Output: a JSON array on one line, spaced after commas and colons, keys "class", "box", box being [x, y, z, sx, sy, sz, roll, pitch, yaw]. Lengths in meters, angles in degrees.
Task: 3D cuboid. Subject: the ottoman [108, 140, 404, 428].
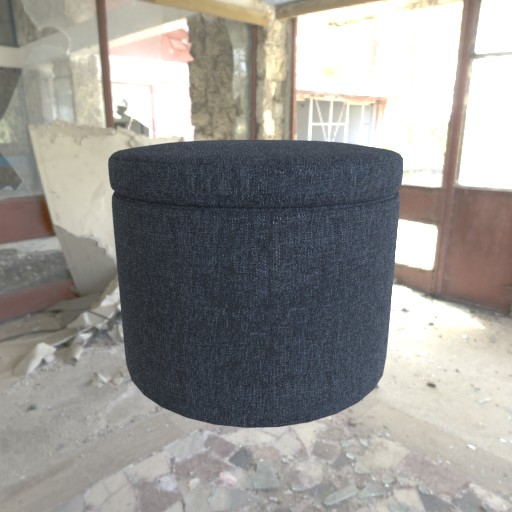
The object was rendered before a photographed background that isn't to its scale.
[{"class": "ottoman", "box": [0.000, 0.000, 0.834, 0.500, 0.419, 0.500, 0, 16, 0]}]
